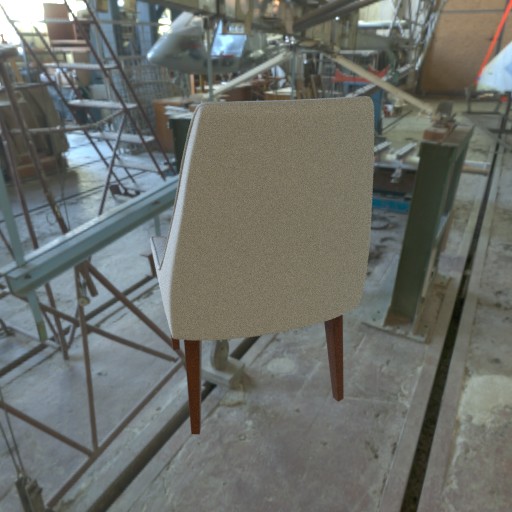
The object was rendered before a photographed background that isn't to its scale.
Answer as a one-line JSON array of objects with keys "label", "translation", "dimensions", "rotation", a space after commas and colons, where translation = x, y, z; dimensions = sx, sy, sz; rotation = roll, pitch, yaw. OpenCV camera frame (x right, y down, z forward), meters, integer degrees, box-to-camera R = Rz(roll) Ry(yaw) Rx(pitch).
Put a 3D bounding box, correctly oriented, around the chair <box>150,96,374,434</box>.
[{"label": "chair", "translation": [0.000, 0.000, 1.207], "dimensions": [0.529, 0.861, 0.544], "rotation": [-8, 27, -15]}]
